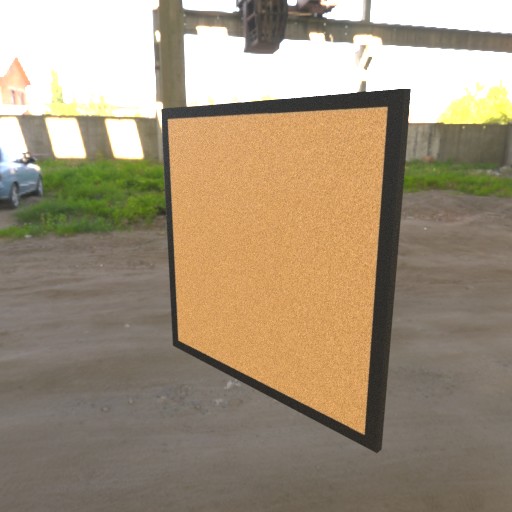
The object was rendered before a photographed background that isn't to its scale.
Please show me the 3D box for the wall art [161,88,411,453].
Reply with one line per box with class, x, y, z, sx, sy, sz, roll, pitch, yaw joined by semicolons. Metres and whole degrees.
wall art;0.000;0.000;0.993;0.663;0.659;0.016;14;20;42
